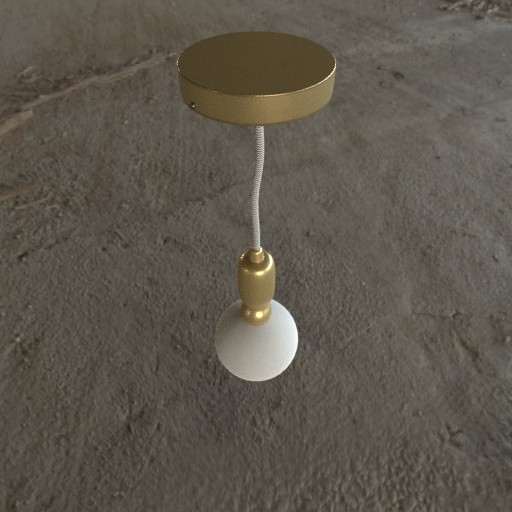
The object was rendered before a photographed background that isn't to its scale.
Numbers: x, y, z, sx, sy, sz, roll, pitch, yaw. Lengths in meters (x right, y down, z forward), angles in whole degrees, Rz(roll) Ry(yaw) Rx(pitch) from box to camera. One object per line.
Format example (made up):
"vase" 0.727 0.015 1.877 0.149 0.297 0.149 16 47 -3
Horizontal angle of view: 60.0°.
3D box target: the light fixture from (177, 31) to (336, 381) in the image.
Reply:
"light fixture" 0.000 0.000 0.584 0.147 0.510 0.146 -22 49 -20
